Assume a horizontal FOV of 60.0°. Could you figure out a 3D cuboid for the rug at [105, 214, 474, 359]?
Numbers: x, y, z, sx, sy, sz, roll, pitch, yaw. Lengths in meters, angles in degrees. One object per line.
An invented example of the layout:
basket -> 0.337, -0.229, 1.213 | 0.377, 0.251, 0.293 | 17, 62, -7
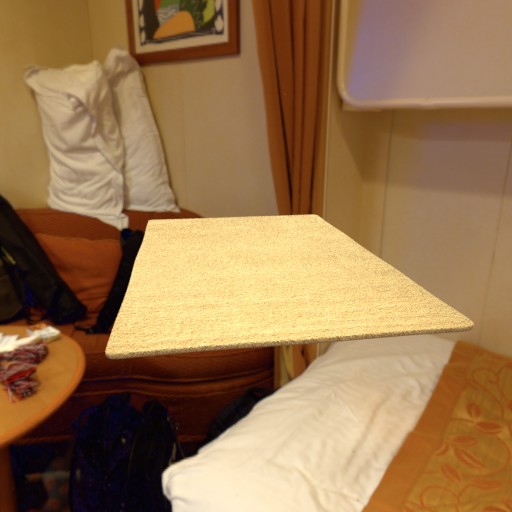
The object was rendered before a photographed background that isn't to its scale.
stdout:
rug -> 0.000, 0.000, 2.837 | 1.500, 0.025, 2.349 | -3, 17, -9
